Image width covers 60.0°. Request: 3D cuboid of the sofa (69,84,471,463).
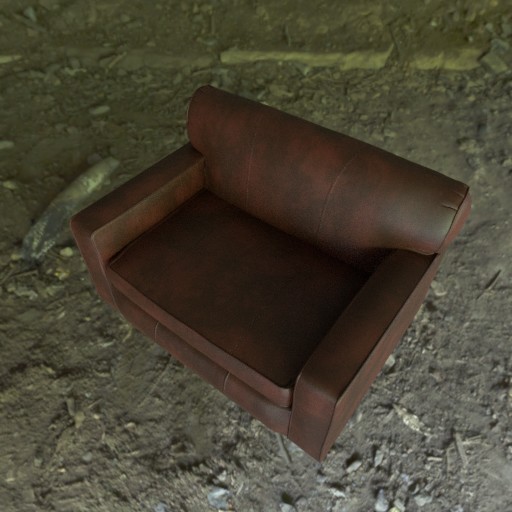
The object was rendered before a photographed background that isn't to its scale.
[{"bbox_3d":[0.000,0.000,2.015,1.413,0.956,1.000,29,54,25],"label":"sofa"}]
